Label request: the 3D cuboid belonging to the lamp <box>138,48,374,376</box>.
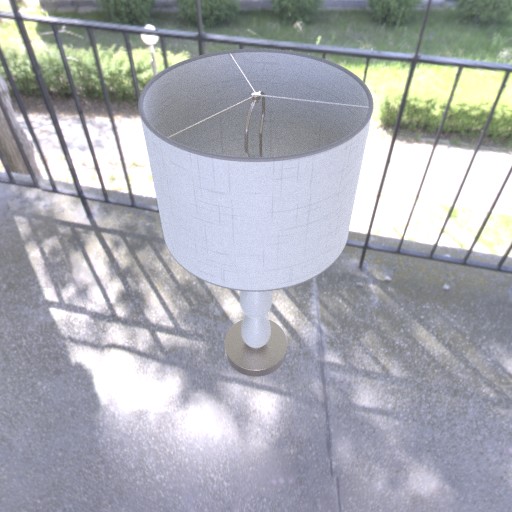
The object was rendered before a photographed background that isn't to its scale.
[{"bbox_3d":[0.000,0.000,0.733,0.280,0.559,0.282,10,47,9],"label":"lamp"}]
